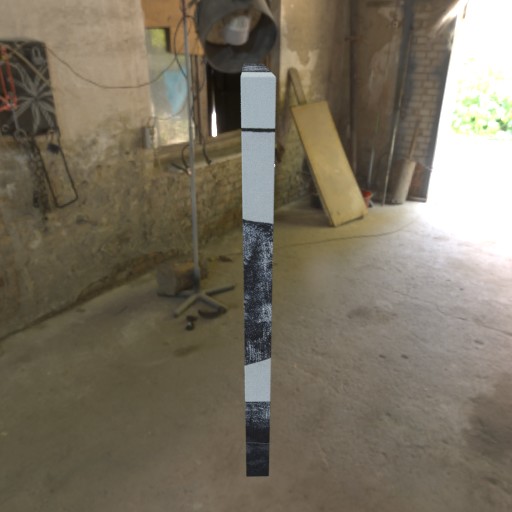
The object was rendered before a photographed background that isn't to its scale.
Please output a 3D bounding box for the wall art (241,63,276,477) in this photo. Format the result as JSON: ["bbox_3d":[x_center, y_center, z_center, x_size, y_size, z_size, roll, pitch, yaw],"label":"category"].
[{"bbox_3d":[0.000,0.000,0.781,0.039,0.610,0.407,0,25,-1],"label":"wall art"}]
